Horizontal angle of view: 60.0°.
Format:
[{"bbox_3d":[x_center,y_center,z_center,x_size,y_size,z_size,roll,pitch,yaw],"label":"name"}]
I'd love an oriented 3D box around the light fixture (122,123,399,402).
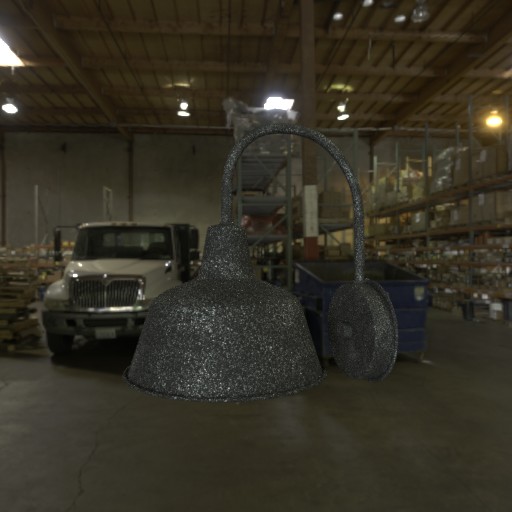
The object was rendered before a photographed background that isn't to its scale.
[{"bbox_3d":[0.000,0.000,0.491,0.283,0.300,0.216,0,0,-18],"label":"light fixture"}]
